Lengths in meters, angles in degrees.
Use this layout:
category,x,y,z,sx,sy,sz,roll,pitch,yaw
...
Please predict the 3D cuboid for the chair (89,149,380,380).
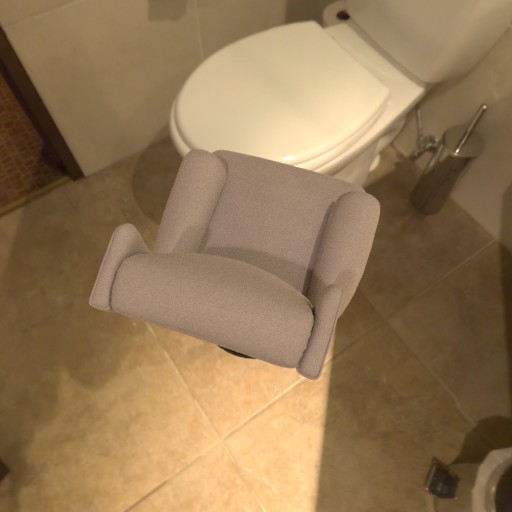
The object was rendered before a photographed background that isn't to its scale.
category,x,y,z,sx,sy,sz,roll,pitch,yaw
chair,0.000,0.000,1.756,0.847,1.011,0.969,16,65,8
